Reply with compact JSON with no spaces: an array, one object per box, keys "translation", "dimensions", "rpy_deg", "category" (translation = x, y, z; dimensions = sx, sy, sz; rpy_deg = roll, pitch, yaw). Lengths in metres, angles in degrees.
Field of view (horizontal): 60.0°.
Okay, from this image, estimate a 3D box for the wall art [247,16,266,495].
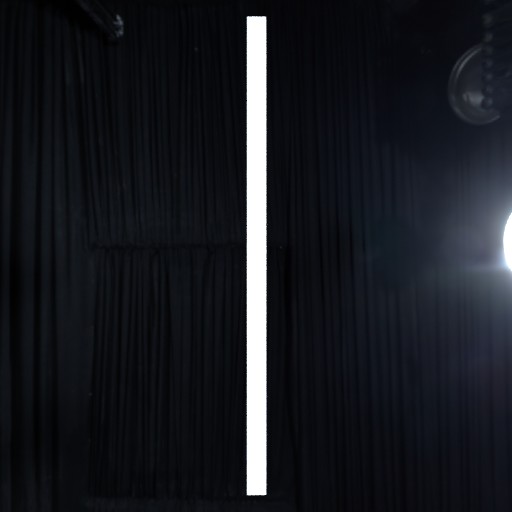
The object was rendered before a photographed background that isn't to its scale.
[{"translation":[0.000,0.000,0.765],"dimensions":[0.025,0.608,0.405],"rpy_deg":[0,0,0],"category":"wall art"}]
